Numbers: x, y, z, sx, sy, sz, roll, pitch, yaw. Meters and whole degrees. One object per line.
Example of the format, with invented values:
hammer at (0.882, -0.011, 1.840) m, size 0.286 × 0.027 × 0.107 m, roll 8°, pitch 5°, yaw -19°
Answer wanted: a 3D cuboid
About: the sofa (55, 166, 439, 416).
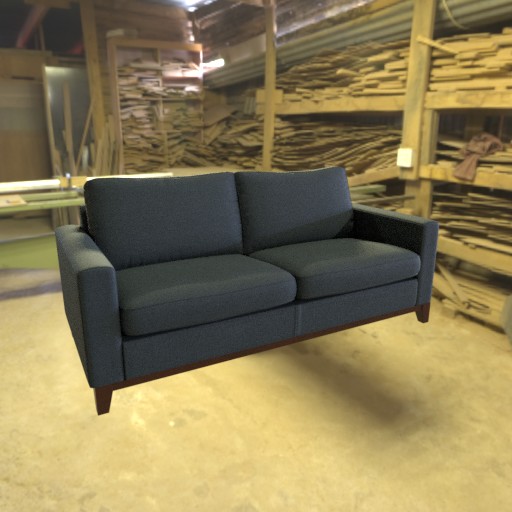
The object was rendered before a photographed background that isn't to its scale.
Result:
sofa at (0.000, 0.000, 2.402) m, size 1.900 × 0.865 × 0.877 m, roll -8°, pitch 18°, yaw -27°
